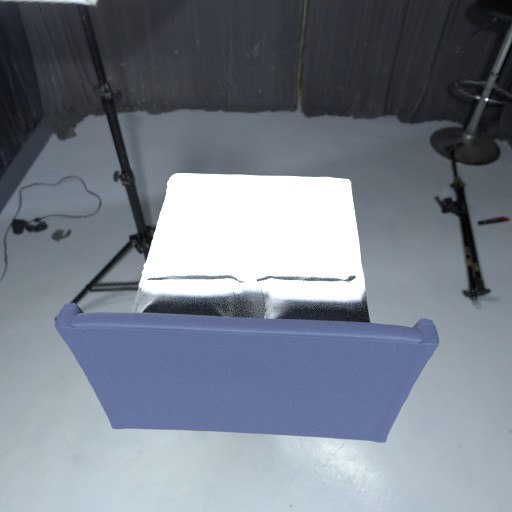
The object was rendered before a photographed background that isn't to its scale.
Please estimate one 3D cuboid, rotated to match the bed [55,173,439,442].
[{"bbox_3d":[0.000,0.000,3.399,1.925,1.332,2.276,2,47,2],"label":"bed"}]
